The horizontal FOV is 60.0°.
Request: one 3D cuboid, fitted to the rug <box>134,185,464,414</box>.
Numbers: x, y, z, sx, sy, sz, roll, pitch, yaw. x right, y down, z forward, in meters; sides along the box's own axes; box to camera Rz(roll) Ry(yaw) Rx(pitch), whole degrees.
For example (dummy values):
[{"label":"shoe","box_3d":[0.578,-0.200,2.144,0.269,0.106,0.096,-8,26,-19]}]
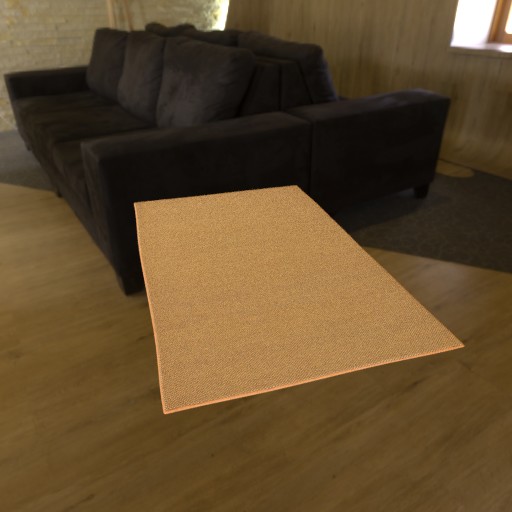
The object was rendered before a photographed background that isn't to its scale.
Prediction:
[{"label":"rug","box_3d":[0.000,0.000,2.150,1.078,0.013,1.678,-8,31,-14]}]
